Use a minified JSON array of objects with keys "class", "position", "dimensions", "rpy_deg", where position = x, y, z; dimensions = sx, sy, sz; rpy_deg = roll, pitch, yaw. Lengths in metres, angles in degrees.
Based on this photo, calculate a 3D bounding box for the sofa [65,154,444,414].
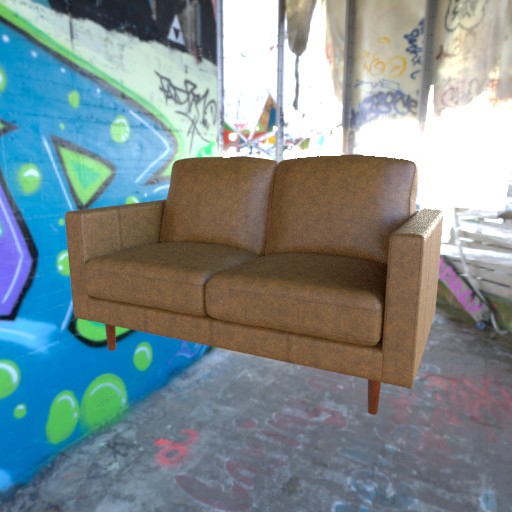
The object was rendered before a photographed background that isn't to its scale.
[{"class":"sofa","position":[0.000,0.000,2.121],"dimensions":[1.578,0.951,0.909],"rpy_deg":[6,13,26]}]
